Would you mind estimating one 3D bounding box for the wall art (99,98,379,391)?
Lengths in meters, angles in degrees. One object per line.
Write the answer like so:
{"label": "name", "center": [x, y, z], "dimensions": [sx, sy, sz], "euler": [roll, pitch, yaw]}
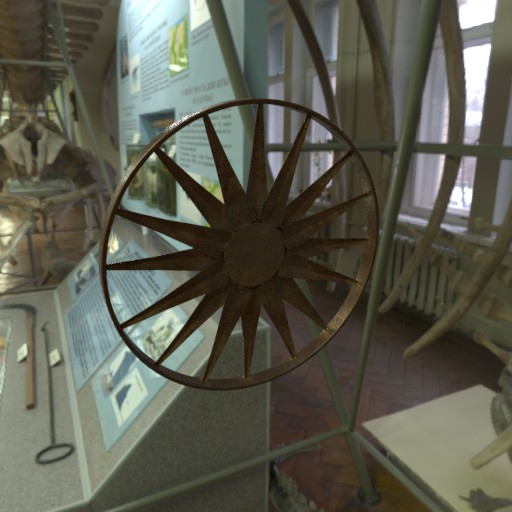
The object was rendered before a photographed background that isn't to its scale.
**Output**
{"label": "wall art", "center": [0.000, 0.000, 0.868], "dimensions": [0.582, 0.583, 0.084], "euler": [-7, 16, -25]}
